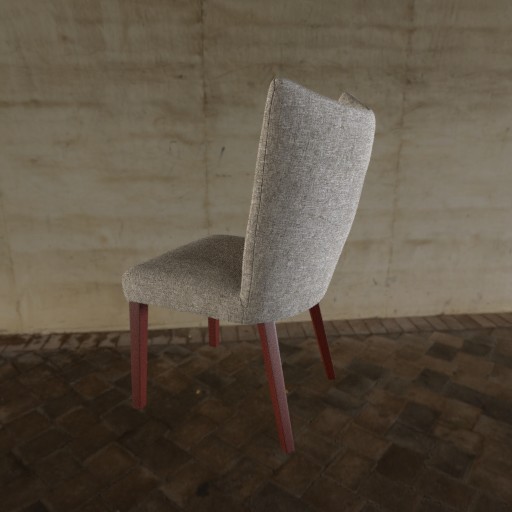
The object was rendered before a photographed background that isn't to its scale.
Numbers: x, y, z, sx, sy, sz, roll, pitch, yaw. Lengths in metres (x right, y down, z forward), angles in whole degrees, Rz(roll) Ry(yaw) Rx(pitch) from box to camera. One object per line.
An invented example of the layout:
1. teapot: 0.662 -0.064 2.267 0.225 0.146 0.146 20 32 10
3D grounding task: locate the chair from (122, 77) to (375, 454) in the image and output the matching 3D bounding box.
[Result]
1. chair: 0.000 0.000 1.303 0.623 0.924 0.535 8 18 25
